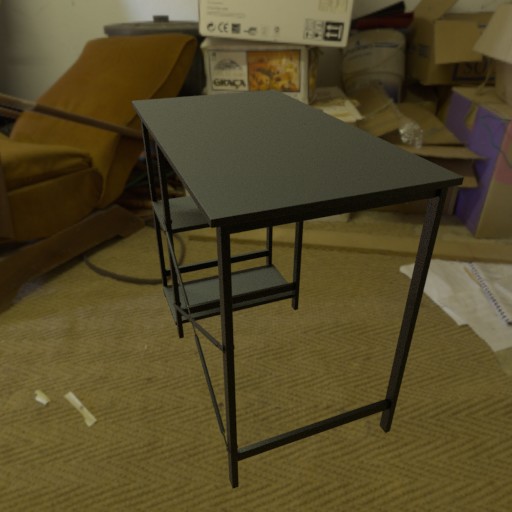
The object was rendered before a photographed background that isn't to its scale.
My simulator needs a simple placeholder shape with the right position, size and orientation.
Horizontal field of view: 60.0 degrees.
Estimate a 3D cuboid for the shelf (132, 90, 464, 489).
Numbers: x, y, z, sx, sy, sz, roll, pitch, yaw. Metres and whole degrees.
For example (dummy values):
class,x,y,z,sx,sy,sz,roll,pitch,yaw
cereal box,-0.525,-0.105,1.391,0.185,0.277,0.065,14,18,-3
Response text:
class,x,y,z,sx,sy,sz,roll,pitch,yaw
shelf,0.000,0.000,1.316,0.498,0.749,0.902,-11,33,-18
